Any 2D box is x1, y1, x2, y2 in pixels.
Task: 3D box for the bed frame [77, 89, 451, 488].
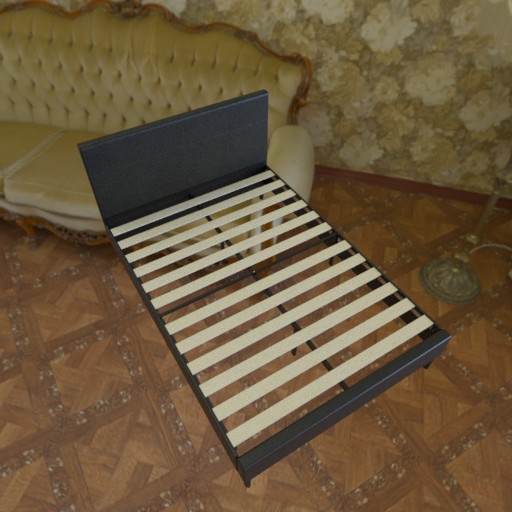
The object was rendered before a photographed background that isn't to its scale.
[{"bbox_3d":[0.000,0.000,2.941,1.469,1.046,2.152,-24,51,-21],"label":"bed frame"}]
